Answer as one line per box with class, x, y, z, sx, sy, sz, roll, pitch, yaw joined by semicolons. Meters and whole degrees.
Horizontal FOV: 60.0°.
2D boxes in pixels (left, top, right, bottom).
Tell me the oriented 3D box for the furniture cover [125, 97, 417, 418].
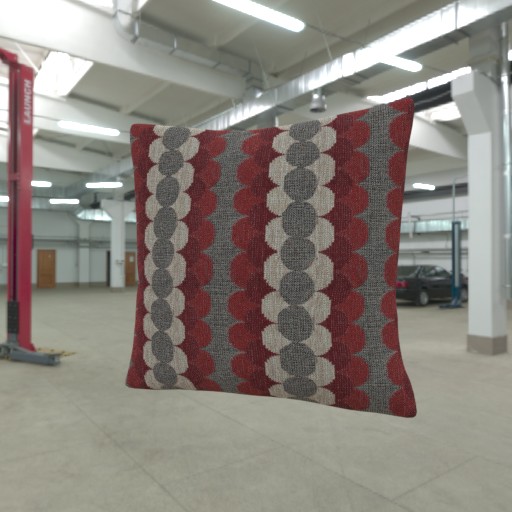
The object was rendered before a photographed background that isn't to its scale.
furniture cover;0.000;0.000;0.639;0.435;0.420;0.145;0;-1;18
